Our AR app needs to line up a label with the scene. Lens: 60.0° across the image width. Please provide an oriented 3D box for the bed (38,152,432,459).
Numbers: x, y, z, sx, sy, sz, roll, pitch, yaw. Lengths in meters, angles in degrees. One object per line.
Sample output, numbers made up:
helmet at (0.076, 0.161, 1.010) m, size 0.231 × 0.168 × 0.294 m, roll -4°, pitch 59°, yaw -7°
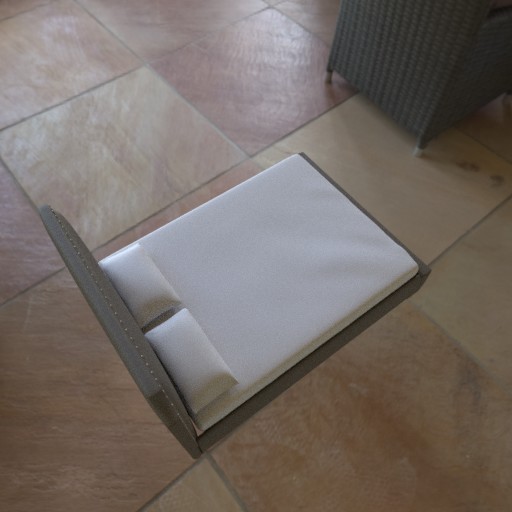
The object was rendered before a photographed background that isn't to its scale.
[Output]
bed at (0.000, 0.000, 3.398) m, size 2.372 × 1.443 × 1.712 m, roll -32°, pitch 63°, yaw -18°
